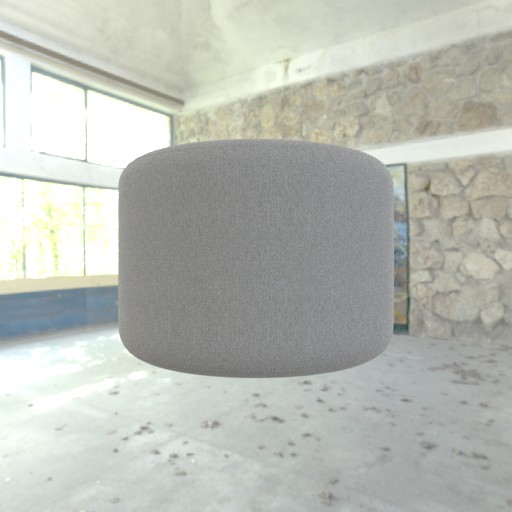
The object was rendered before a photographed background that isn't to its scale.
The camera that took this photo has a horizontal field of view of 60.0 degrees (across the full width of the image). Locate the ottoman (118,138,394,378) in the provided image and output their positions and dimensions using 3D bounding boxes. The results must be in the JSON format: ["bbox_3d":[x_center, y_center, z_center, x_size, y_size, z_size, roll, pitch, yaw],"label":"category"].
[{"bbox_3d":[0.000,0.000,1.023,0.608,0.433,0.608,0,0,0],"label":"ottoman"}]
